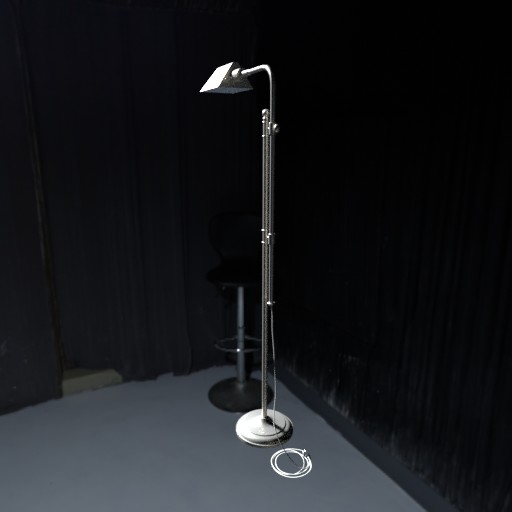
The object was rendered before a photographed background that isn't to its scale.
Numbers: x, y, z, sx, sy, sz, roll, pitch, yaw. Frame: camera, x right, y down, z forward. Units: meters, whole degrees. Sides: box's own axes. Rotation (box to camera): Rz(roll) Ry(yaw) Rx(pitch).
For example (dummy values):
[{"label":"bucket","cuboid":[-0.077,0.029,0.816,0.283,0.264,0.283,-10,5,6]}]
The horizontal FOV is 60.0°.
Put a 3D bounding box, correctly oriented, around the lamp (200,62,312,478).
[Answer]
[{"label":"lamp","cuboid":[0.000,0.000,1.867,0.256,1.571,0.813,-7,16,-25]}]
